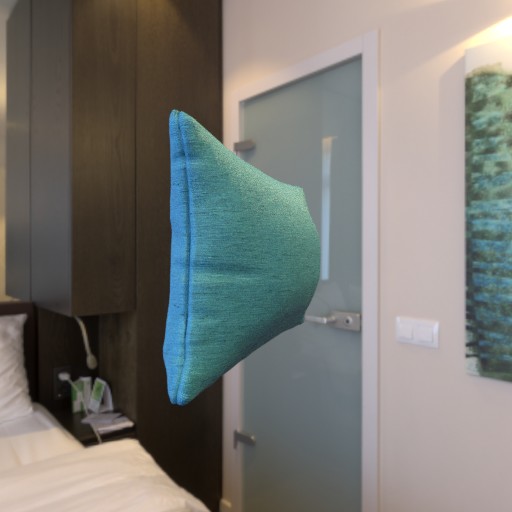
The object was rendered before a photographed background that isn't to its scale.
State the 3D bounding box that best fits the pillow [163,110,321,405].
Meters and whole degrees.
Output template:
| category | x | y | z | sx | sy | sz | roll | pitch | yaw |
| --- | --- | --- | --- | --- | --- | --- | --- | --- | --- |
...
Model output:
| category | x | y | z | sx | sy | sz | roll | pitch | yaw |
| --- | --- | --- | --- | --- | --- | --- | --- | --- | --- |
| pillow | 0.000 | 0.000 | 0.801 | 0.210 | 0.338 | 0.633 | 0 | 0 | 18 |
